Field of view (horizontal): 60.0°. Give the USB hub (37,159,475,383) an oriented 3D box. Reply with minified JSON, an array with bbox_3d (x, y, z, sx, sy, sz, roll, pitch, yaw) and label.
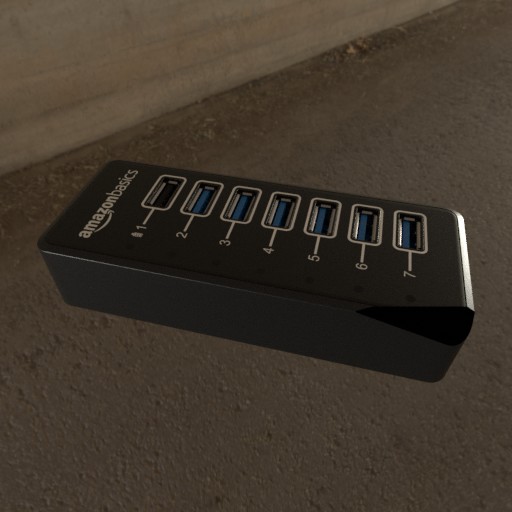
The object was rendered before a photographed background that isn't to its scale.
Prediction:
[{"bbox_3d":[0.000,0.000,0.128,0.110,0.023,0.044,10,46,10],"label":"USB hub"}]
